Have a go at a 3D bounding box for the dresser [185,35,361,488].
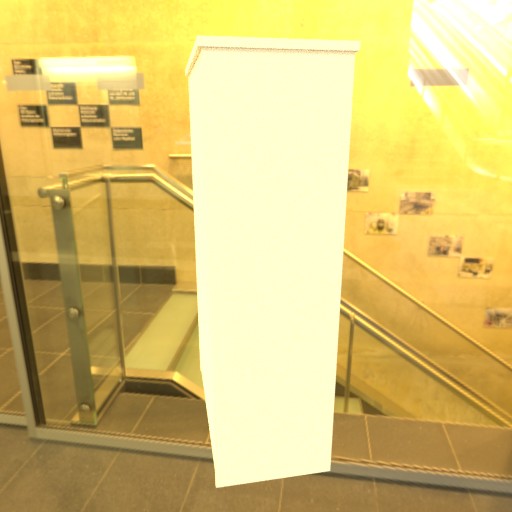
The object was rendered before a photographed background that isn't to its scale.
[{"bbox_3d":[0.000,0.000,1.531,0.399,1.255,0.704,-3,17,-10],"label":"dresser"}]
